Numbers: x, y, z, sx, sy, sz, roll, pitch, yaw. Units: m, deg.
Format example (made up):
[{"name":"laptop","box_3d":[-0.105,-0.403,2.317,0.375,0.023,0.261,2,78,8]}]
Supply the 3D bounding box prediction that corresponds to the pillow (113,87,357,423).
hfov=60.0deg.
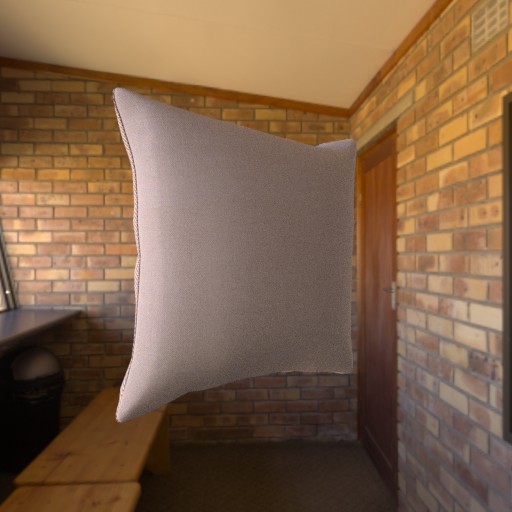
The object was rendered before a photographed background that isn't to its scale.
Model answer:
[{"name":"pillow","box_3d":[0.000,0.000,0.644,0.416,0.401,0.173,0,0,-35]}]
